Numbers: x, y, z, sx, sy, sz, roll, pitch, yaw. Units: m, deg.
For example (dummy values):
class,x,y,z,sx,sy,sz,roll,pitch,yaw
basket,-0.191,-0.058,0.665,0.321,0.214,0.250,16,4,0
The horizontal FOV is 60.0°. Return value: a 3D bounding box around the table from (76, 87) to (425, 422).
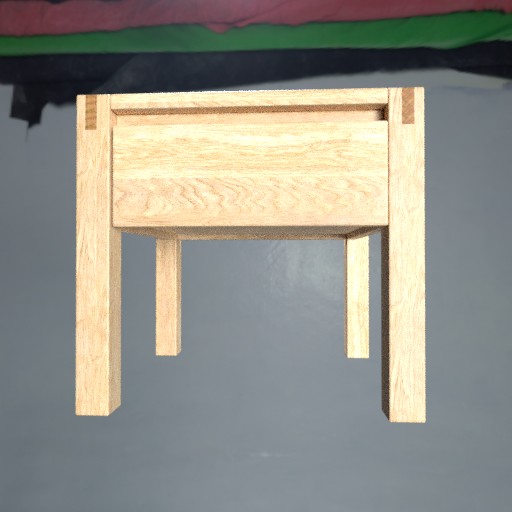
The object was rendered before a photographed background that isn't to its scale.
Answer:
class,x,y,z,sx,sy,sz,roll,pitch,yaw
table,0.000,0.000,0.826,0.480,0.450,0.440,0,-1,4
